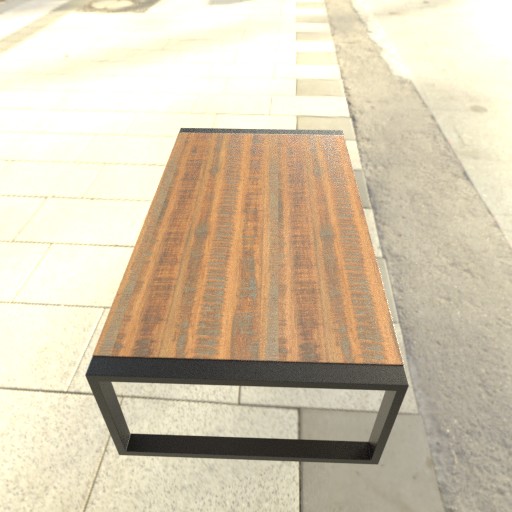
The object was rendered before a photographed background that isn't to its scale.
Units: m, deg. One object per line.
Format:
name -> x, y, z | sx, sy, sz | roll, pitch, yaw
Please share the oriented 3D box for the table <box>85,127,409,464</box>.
table -> 0.000, 0.000, 1.666 | 0.750, 0.400, 1.350 | 1, 40, 2
